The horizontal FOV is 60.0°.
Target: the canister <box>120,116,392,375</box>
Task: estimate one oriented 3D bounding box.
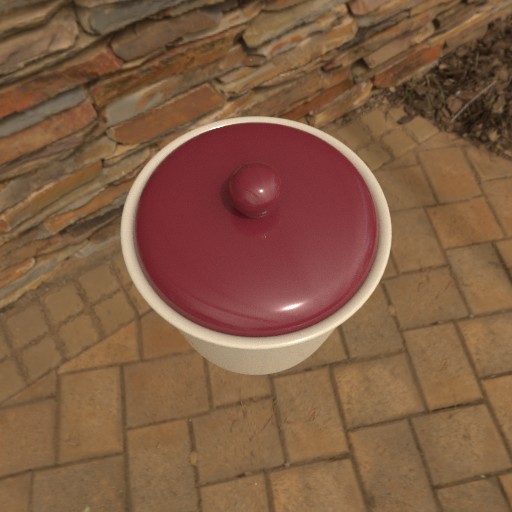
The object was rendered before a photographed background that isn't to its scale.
[{"bbox_3d":[0.000,0.000,0.351,0.182,0.208,0.182,0,63,0],"label":"canister"}]
